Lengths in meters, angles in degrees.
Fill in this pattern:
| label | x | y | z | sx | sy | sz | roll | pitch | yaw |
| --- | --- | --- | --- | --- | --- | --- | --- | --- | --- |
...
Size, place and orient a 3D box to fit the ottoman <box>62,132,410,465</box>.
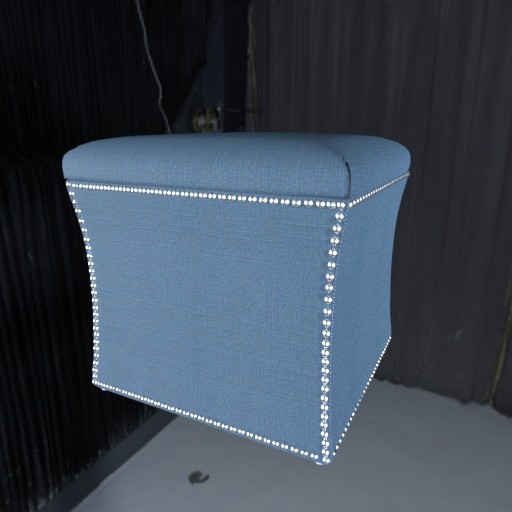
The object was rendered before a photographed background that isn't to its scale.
| label | x | y | z | sx | sy | sz | roll | pitch | yaw |
| --- | --- | --- | --- | --- | --- | --- | --- | --- | --- |
| ottoman | 0.000 | 0.000 | 0.882 | 0.507 | 0.475 | 0.497 | 8 | 18 | 26 |
